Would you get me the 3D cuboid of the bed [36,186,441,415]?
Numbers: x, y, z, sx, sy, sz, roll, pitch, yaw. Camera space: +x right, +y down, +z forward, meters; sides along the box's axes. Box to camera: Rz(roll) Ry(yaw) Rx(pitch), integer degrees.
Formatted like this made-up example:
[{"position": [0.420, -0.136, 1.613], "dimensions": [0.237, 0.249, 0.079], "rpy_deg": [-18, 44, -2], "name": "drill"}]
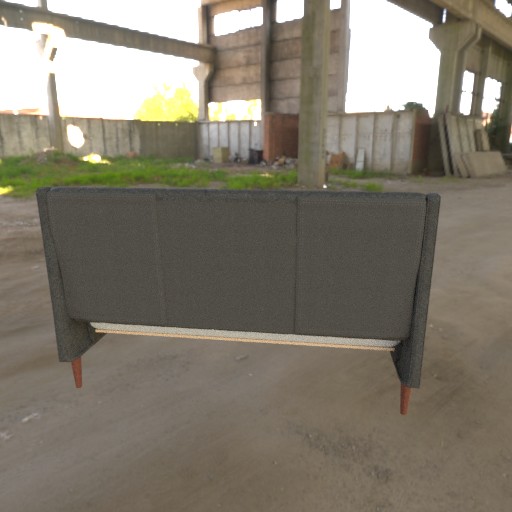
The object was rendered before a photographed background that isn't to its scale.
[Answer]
[{"position": [0.000, 0.000, 2.535], "dimensions": [1.531, 0.933, 1.638], "rpy_deg": [2, 15, 8], "name": "bed"}]
